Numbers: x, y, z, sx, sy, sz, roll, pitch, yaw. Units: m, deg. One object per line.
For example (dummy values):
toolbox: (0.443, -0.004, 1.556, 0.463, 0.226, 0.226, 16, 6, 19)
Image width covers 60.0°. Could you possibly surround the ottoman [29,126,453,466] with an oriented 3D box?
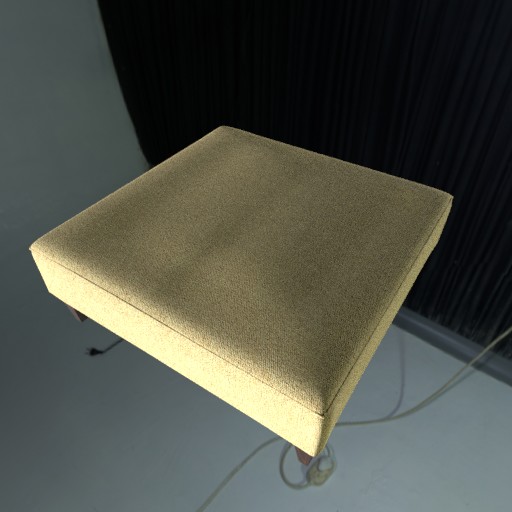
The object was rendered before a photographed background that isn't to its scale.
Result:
ottoman: (0.000, 0.000, 1.493, 0.981, 0.378, 0.970, 24, 47, 24)
